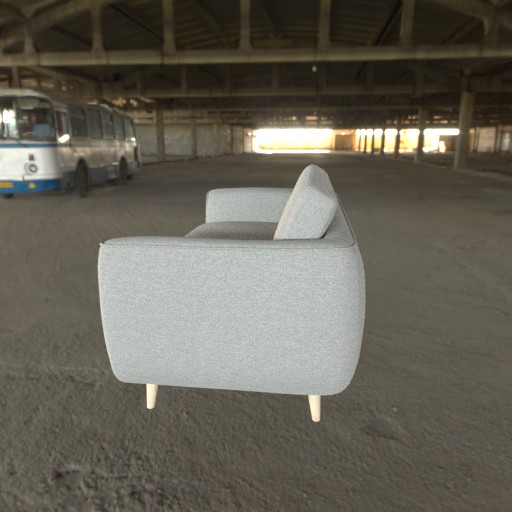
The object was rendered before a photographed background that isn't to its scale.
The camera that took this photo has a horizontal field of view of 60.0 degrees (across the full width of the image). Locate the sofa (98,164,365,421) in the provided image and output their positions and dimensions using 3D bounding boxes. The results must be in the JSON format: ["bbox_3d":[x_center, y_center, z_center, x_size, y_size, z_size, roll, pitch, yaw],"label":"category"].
[{"bbox_3d":[0.000,0.000,2.202,0.920,0.850,1.700,2,15,7],"label":"sofa"}]
